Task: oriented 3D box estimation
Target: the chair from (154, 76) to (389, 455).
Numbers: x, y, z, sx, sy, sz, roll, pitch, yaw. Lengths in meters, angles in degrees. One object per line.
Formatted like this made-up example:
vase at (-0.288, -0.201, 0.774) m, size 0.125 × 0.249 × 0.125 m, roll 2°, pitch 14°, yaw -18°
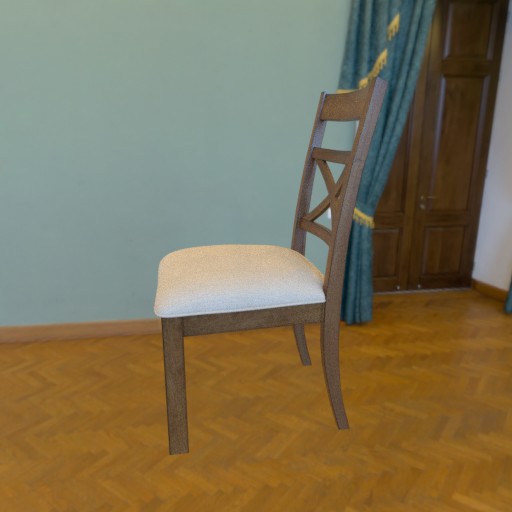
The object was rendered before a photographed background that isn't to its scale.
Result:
chair at (0.000, 0.000, 1.303) m, size 0.581 × 0.949 × 0.461 m, roll -3°, pitch 16°, yaw -10°
